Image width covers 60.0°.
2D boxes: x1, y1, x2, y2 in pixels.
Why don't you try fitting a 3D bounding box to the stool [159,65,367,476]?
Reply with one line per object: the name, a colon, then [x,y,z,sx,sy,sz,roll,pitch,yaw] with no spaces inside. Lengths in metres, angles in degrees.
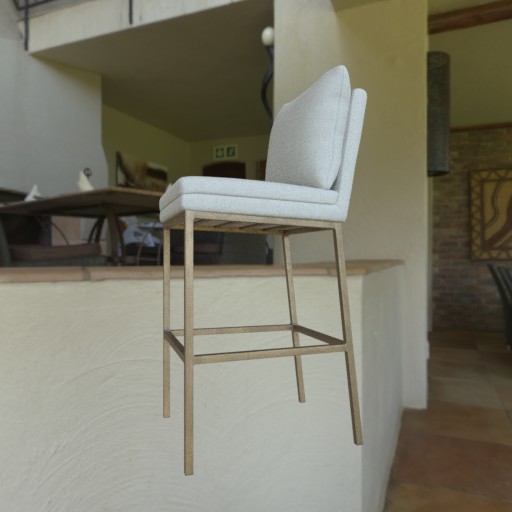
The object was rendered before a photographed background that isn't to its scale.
stool: [0.000,0.000,1.437,0.572,1.125,0.463,0,0,-19]
